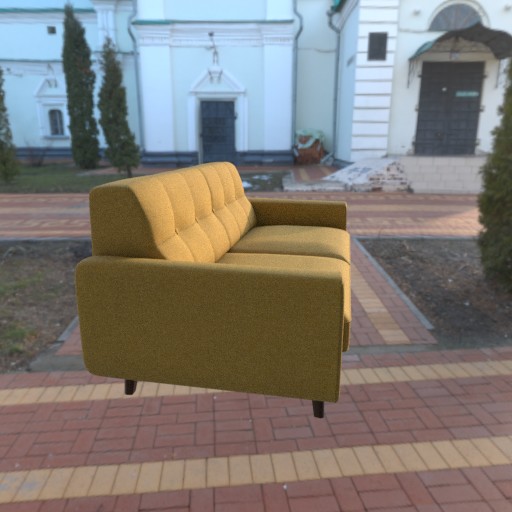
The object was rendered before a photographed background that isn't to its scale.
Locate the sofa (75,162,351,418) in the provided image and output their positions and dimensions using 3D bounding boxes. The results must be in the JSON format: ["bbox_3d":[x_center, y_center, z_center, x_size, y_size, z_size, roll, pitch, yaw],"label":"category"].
[{"bbox_3d":[0.000,0.000,2.171,0.909,0.841,1.631,3,16,11],"label":"sofa"}]
